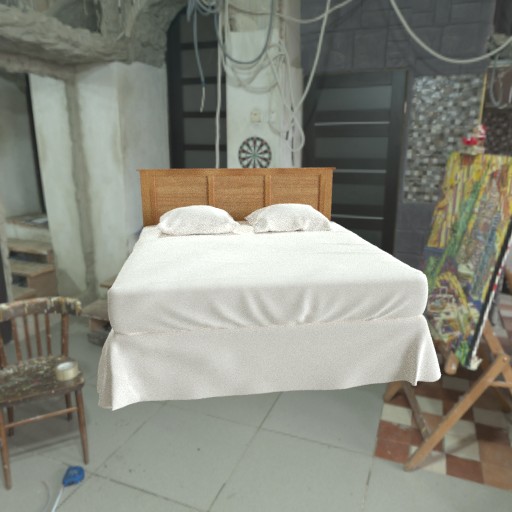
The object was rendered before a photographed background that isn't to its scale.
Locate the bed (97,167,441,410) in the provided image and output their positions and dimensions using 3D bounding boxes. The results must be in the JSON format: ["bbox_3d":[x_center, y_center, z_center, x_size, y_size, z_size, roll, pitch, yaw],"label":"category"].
[{"bbox_3d":[0.000,0.000,3.613,2.317,1.270,2.215,-2,15,-8],"label":"bed"}]
